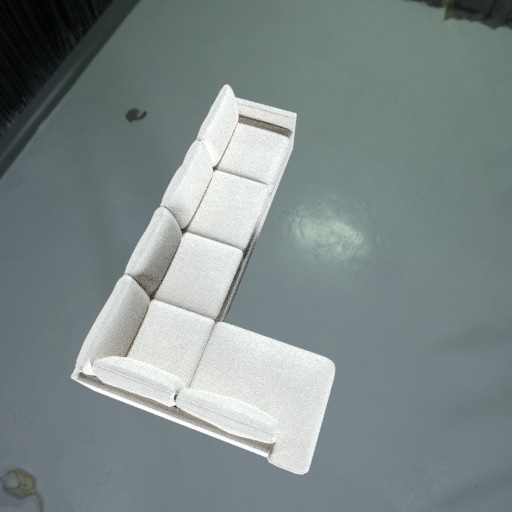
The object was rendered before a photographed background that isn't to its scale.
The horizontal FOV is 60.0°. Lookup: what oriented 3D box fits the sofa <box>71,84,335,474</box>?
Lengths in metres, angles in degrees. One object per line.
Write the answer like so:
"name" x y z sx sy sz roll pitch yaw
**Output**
"sofa" 0.000 0.000 4.345 2.048 0.996 3.384 18 65 8
